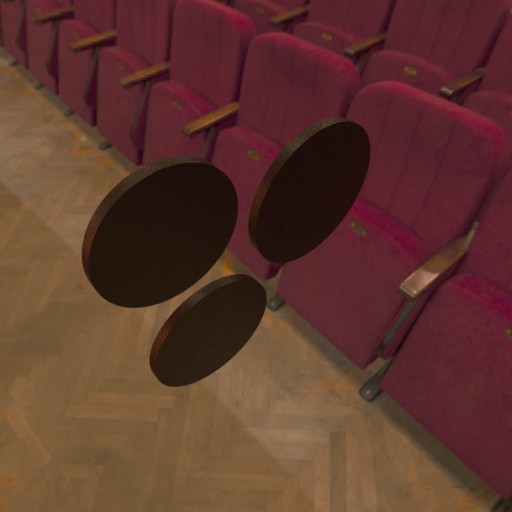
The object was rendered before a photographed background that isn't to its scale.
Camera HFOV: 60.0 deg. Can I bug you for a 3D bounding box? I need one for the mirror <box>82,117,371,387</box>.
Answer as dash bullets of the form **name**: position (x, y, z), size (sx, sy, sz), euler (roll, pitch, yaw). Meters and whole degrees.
- **mirror**: position (0.000, 0.000, 3.097), size (2.160, 2.096, 0.076), euler (-32, 55, -26)
